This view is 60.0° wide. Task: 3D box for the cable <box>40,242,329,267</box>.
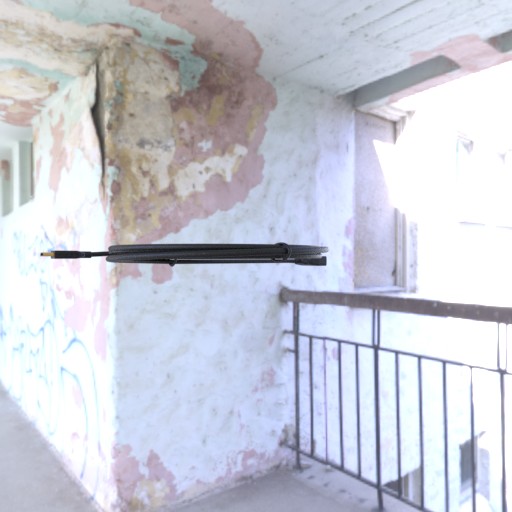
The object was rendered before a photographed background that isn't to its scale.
[{"bbox_3d":[0.000,0.000,0.520,0.422,0.030,0.257,0,0,-37],"label":"cable"}]
